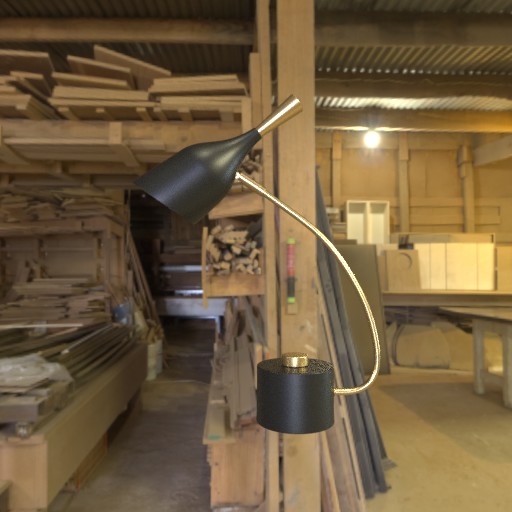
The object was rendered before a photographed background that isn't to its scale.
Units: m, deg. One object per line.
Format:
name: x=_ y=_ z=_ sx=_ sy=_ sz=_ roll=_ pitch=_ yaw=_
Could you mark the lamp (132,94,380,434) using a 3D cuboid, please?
lamp: x=0.000 y=0.000 z=0.634 sx=0.352 sy=0.464 sz=0.110 roll=0 pitch=-2 yaw=0
